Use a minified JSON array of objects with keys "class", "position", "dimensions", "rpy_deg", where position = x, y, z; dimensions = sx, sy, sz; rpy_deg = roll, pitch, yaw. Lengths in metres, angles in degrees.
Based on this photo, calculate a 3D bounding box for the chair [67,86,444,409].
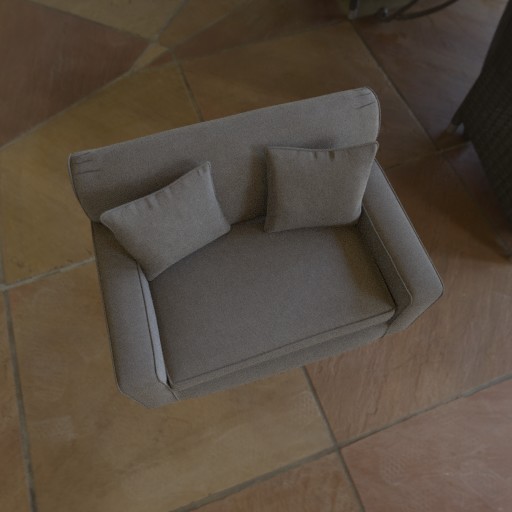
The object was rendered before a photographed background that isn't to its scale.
[{"class":"chair","position":[0.000,0.000,2.084],"dimensions":[1.395,0.953,0.992],"rpy_deg":[-15,65,-7]}]
